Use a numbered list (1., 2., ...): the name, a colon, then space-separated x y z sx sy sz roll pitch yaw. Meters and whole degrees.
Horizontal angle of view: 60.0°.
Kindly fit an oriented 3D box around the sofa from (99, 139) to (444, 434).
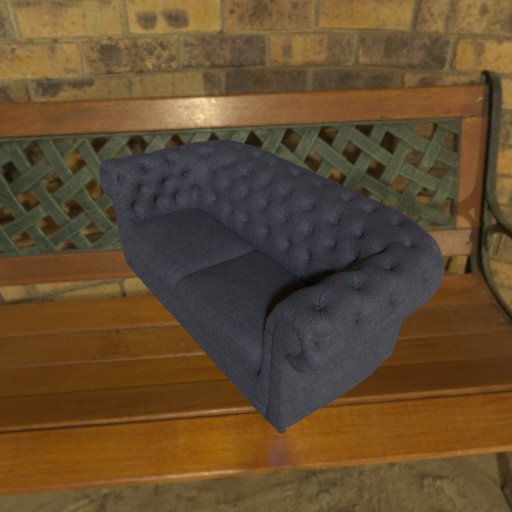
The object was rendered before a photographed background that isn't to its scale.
1. sofa: 0.000 0.000 2.535 1.082 0.833 1.988 -22 39 -30
